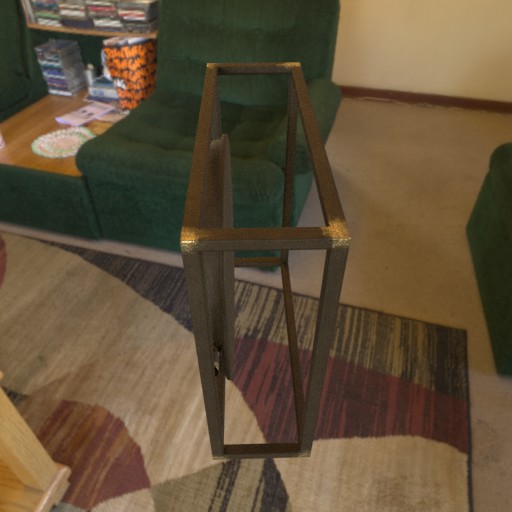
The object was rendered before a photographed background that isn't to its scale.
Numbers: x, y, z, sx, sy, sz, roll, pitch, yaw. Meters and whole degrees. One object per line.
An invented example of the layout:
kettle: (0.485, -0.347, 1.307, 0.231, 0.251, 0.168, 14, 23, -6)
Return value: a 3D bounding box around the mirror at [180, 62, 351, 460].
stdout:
mirror: (0.000, 0.000, 0.482, 0.107, 0.303, 0.306, -1, 42, -1)
